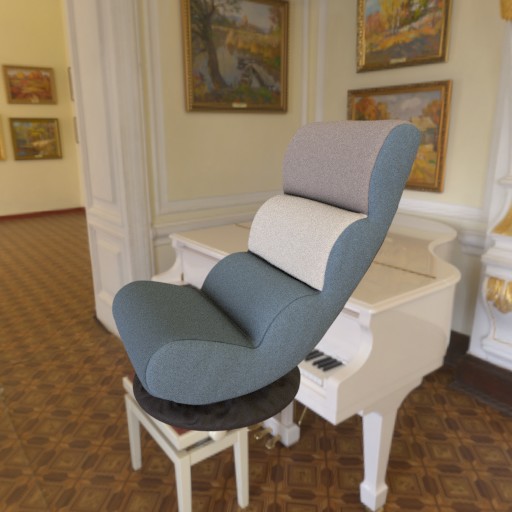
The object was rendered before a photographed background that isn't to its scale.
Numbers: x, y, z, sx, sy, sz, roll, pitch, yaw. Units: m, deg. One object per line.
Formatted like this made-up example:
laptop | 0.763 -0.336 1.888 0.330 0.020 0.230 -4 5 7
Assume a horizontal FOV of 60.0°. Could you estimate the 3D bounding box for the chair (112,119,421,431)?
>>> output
chair | 0.000 0.000 1.084 0.661 0.641 0.420 -7 17 -25
